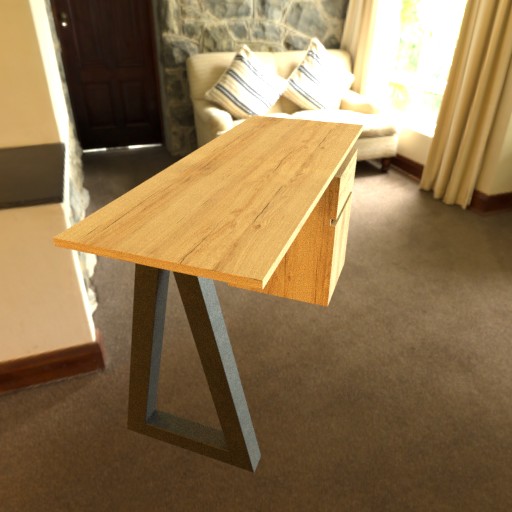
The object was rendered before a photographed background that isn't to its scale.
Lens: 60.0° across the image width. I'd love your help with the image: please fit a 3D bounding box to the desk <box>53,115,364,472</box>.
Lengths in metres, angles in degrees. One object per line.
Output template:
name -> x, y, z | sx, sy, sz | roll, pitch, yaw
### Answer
desk -> 0.000, 0.000, 1.770 | 0.550, 0.760, 1.400 | 11, 32, 17
